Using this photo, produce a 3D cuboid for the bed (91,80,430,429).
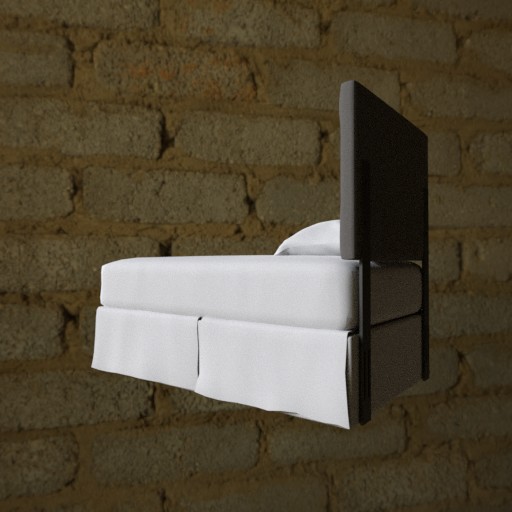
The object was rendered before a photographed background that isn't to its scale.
[{"bbox_3d":[0.000,0.000,3.016,1.997,1.571,1.261,-1,-1,37],"label":"bed"}]
